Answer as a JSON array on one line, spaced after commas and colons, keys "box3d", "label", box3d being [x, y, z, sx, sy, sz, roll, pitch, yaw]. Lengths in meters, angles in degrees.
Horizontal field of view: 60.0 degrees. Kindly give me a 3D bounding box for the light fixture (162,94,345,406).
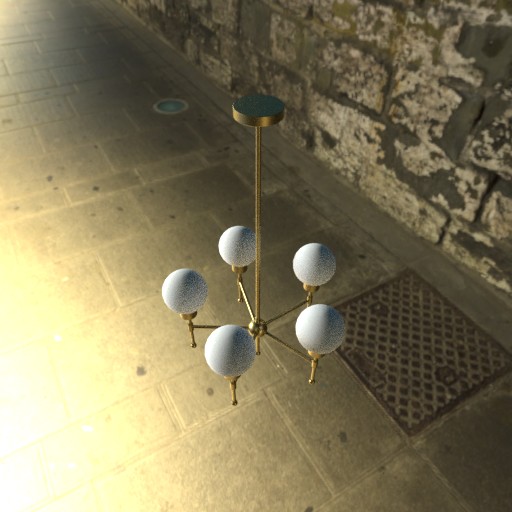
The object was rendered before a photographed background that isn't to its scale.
[{"box3d": [0.000, 0.000, 1.847, 0.815, 1.331, 0.785, -11, 44, -12], "label": "light fixture"}]
